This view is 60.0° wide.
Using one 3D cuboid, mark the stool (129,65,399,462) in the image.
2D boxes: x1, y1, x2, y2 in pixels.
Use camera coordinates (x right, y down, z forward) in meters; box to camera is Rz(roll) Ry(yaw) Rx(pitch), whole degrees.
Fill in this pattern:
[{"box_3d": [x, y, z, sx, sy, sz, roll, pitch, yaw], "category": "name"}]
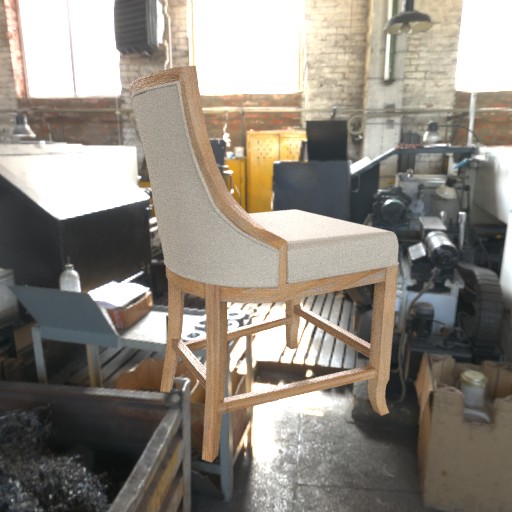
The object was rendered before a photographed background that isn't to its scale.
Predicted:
[{"box_3d": [0.000, 0.000, 1.293, 0.626, 0.938, 0.524, -8, 16, -28], "category": "stool"}]
